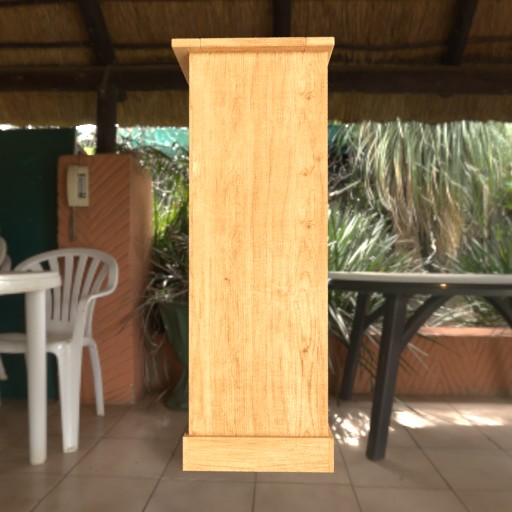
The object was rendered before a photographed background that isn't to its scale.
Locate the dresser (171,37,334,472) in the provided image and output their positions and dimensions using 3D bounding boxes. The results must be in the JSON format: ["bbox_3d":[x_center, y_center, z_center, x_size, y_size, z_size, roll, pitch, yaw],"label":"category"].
[{"bbox_3d":[0.000,0.000,1.770,0.485,1.300,0.915,0,0,1],"label":"dresser"}]
